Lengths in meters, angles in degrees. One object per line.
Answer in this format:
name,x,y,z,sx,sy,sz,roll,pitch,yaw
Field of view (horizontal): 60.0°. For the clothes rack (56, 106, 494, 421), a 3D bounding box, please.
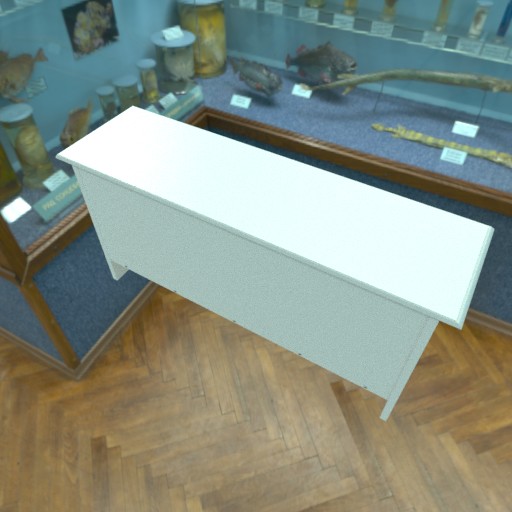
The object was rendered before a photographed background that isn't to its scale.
clothes rack,0.000,0.000,1.333,1.120,0.531,0.324,24,51,20
